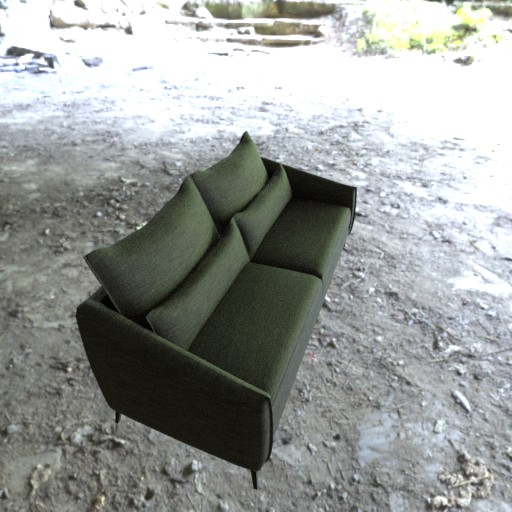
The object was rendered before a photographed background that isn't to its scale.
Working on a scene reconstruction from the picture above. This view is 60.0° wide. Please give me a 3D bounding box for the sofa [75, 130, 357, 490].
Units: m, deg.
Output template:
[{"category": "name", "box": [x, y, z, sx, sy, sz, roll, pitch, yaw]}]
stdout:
[{"category": "sofa", "box": [0.000, 0.000, 2.409, 0.807, 0.843, 2.019, 11, 34, 17]}]
